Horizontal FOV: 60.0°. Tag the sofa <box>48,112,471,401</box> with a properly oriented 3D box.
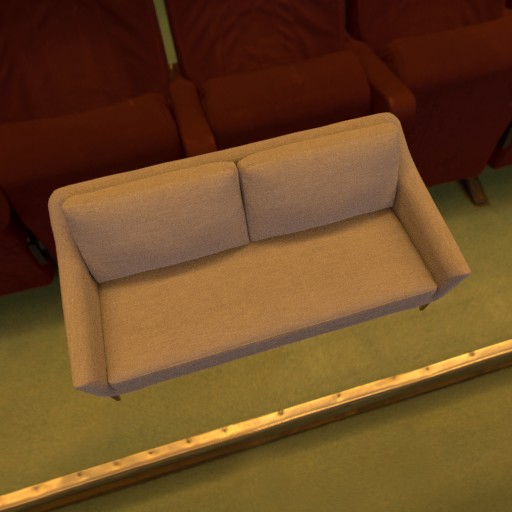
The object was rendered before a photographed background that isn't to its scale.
[{"bbox_3d":[0.000,0.000,2.477,2.036,0.913,0.980,-15,64,-7],"label":"sofa"}]
